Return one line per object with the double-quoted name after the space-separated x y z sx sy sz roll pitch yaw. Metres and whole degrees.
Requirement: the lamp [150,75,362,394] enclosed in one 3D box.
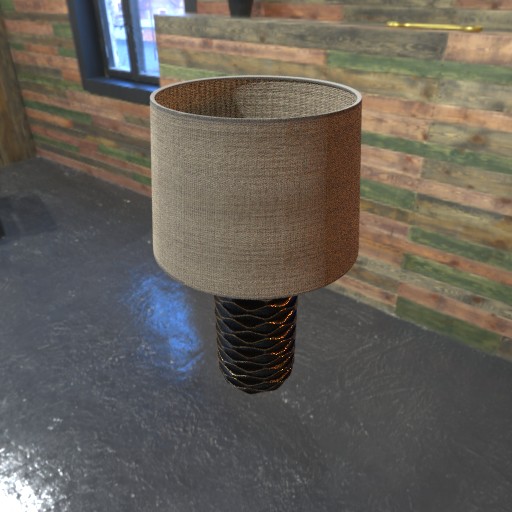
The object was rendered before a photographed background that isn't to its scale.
0.000 0.000 0.845 0.376 0.594 0.376 0 31 0 "lamp"
